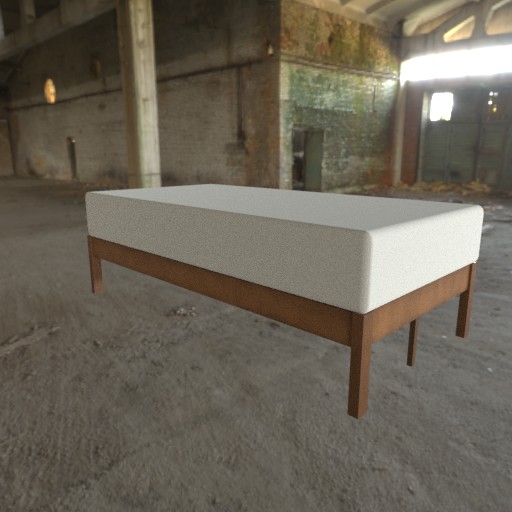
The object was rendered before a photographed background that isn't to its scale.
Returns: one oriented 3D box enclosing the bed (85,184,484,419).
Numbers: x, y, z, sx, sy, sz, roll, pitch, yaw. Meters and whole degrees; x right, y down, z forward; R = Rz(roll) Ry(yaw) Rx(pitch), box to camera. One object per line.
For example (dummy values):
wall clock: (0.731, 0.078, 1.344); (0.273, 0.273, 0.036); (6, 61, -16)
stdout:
bed: (0.000, 0.000, 2.346); (1.902, 0.616, 0.961); (13, 18, 43)
